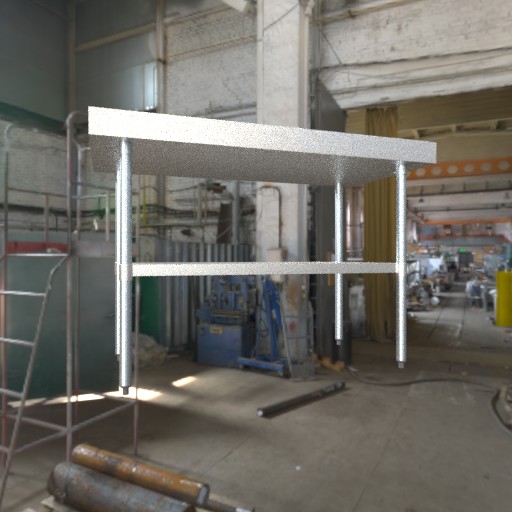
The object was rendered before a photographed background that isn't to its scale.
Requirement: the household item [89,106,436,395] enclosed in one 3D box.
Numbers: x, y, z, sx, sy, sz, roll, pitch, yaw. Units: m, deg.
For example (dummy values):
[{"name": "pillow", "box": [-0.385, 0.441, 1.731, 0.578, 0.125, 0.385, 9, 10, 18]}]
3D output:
[{"name": "household item", "box": [0.000, 0.000, 1.749, 1.219, 0.851, 0.610, 0, 0, -19]}]
